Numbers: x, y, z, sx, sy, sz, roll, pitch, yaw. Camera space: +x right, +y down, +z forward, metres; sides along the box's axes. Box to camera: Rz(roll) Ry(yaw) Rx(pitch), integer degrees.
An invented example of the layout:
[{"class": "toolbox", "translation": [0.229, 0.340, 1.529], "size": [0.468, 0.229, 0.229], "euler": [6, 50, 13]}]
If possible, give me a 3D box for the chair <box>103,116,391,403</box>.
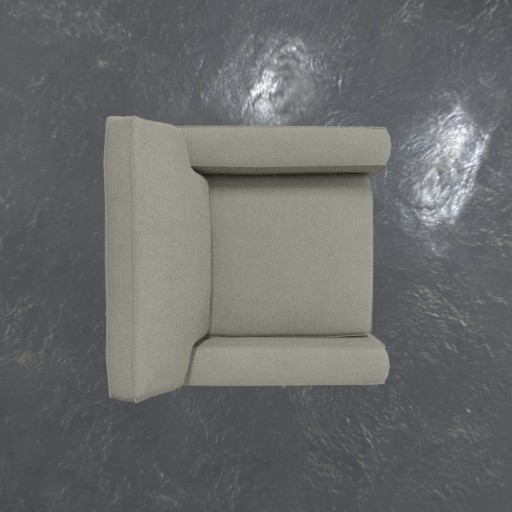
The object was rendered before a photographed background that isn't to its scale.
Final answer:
[{"class": "chair", "translation": [0.000, 0.000, 1.822], "size": [1.044, 0.934, 0.999], "euler": [0, 92, -1]}]
